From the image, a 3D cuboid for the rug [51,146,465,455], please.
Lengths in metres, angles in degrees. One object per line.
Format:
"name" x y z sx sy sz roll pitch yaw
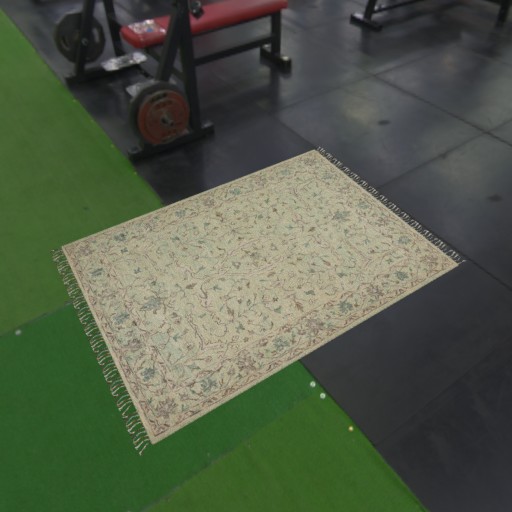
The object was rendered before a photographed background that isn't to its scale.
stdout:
"rug" 0.000 0.000 2.315 1.802 0.008 1.247 -25 52 -21
